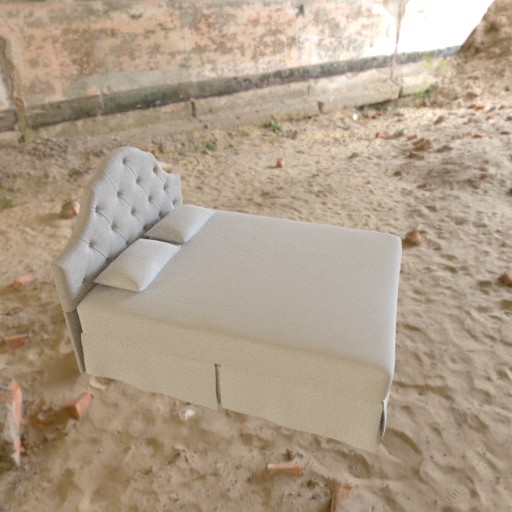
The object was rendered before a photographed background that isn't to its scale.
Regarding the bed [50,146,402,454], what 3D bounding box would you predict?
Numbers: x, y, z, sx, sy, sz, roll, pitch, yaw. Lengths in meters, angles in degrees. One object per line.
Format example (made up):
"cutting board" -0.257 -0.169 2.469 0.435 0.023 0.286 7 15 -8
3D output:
"bed" 0.000 0.000 3.777 2.477 1.617 2.039 9 32 15
